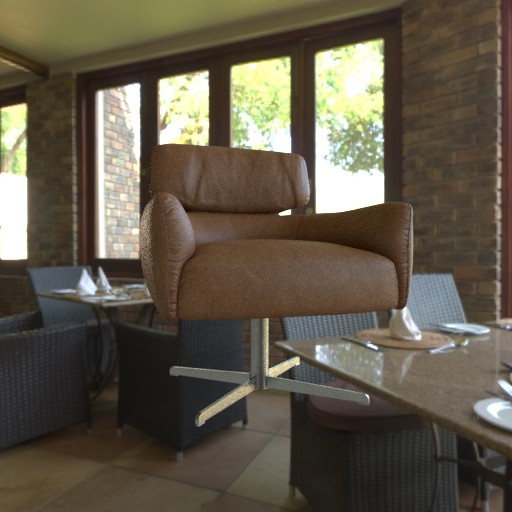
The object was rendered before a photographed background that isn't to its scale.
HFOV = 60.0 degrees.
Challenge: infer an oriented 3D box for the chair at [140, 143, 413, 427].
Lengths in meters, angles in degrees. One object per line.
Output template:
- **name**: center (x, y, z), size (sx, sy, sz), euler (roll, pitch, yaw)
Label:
- **chair**: center (0.000, 0.000, 1.385), size (0.706, 0.812, 0.715), euler (0, 1, -18)
